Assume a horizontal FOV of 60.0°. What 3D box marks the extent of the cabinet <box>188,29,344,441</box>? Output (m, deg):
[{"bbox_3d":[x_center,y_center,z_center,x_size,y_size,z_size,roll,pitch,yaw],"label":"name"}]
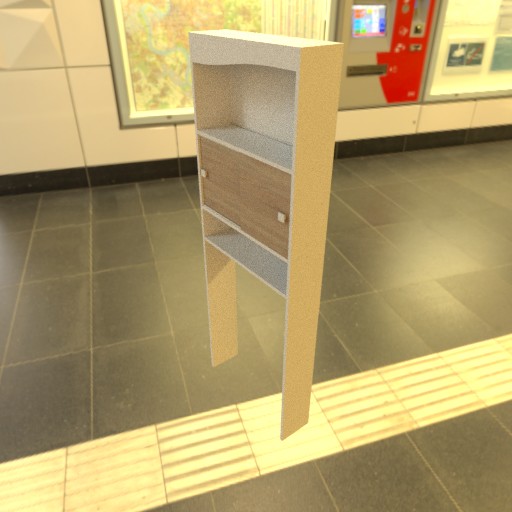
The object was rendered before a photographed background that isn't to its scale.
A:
[{"bbox_3d":[0.000,0.000,1.991,0.192,1.770,0.643,-22,37,-31],"label":"cabinet"}]
